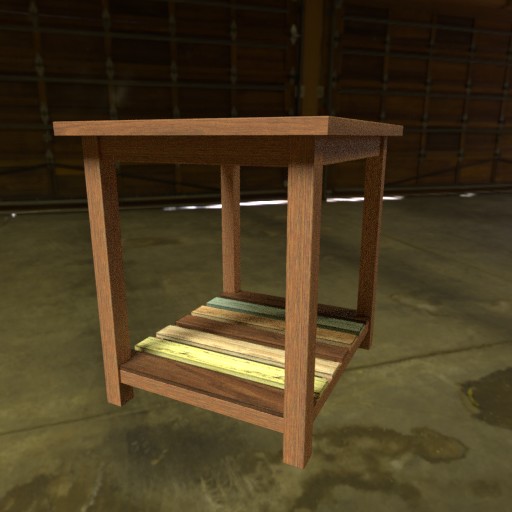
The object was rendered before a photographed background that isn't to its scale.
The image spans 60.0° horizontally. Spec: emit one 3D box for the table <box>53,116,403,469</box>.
[{"bbox_3d":[0.000,0.000,1.115,0.559,0.635,0.660,7,17,26],"label":"table"}]
